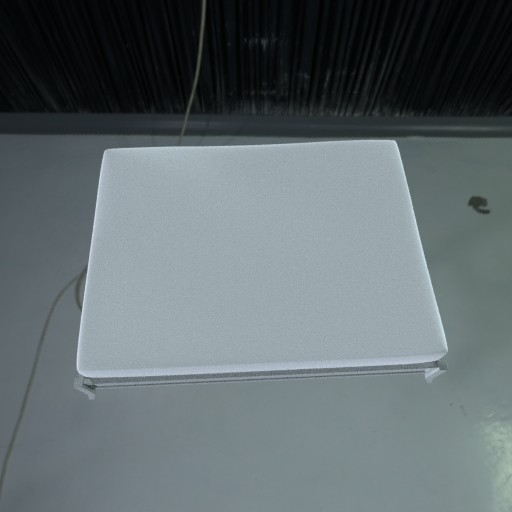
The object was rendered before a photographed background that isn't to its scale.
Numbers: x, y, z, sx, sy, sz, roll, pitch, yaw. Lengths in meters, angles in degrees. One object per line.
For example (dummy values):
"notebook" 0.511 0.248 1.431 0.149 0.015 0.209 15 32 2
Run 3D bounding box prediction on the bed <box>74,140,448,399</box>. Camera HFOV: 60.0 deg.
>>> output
"bed" 0.000 0.000 2.849 2.108 0.510 1.604 -2 63 -1
